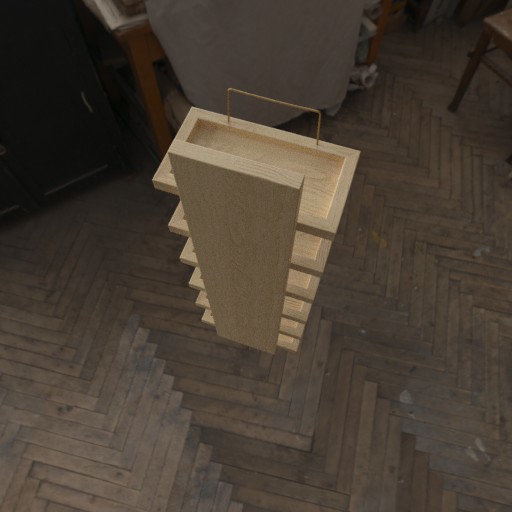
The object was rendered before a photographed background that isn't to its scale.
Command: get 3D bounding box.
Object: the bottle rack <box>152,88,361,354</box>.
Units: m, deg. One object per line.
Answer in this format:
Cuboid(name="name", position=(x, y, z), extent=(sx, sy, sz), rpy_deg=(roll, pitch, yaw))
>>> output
Cuboid(name="bottle rack", position=(0.000, 0.000, 1.088), extent=(0.330, 0.943, 0.206), rpy_deg=(17, 65, 8))
